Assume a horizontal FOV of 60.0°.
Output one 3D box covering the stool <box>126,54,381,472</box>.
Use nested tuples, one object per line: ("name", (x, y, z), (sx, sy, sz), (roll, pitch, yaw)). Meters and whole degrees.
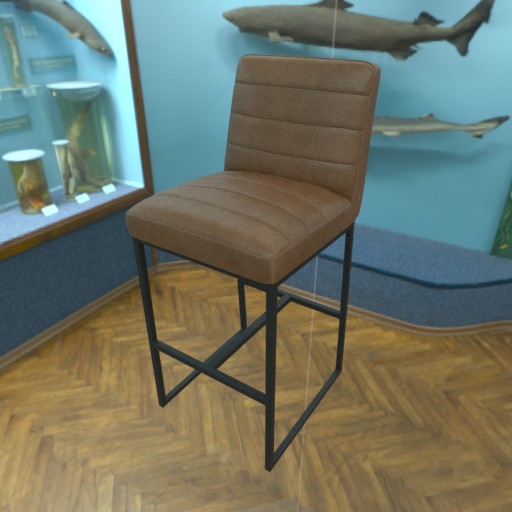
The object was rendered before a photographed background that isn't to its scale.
("stool", (0.000, 0.000, 1.299), (0.458, 1.040, 0.556), (18, 34, 29))
